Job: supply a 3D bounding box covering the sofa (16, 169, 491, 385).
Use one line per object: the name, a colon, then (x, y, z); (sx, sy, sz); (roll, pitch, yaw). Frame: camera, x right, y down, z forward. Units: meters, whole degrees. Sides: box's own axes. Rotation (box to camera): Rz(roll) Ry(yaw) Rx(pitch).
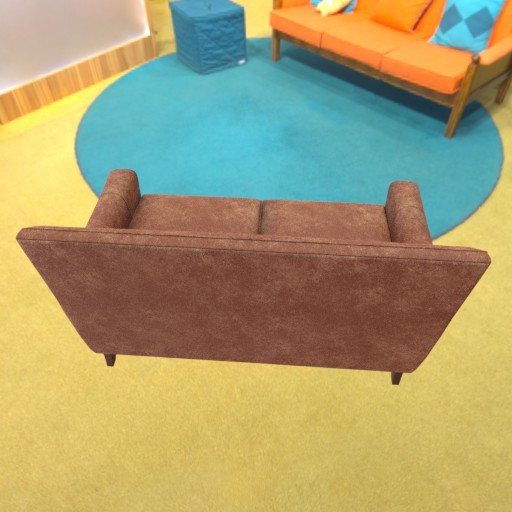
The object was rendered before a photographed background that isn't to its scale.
sofa: (0.000, 0.000, 1.938); (1.473, 0.871, 0.787); (3, 47, 3)
